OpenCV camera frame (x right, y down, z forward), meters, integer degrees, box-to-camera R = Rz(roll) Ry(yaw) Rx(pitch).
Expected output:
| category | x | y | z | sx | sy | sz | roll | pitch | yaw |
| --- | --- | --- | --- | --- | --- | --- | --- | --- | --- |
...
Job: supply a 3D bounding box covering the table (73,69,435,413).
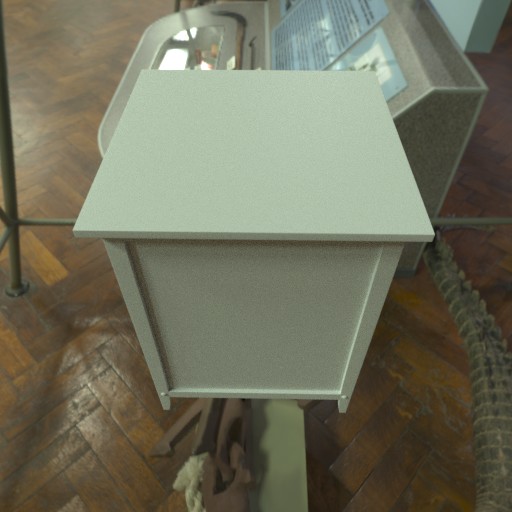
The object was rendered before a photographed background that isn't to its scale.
| category | x | y | z | sx | sy | sz | roll | pitch | yaw |
| --- | --- | --- | --- | --- | --- | --- | --- | --- | --- |
| table | 0.000 | 0.000 | 0.771 | 0.381 | 0.483 | 0.381 | 1 | 47 | 1 |
